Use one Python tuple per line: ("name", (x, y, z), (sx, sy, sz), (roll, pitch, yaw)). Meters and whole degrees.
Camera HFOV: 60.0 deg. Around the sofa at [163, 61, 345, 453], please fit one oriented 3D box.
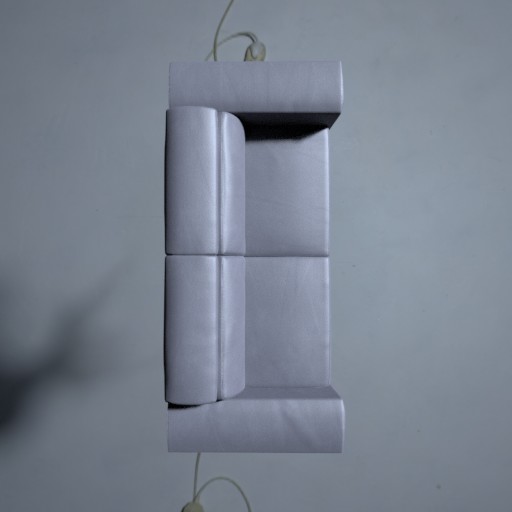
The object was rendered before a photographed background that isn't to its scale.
("sofa", (0.000, 0.000, 2.842), (1.048, 0.814, 2.330), (0, 89, 0))
